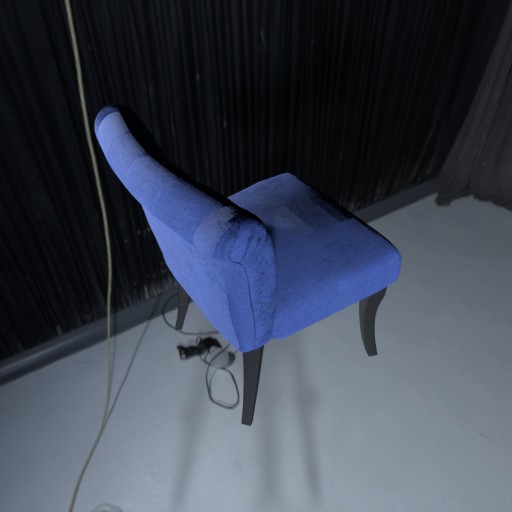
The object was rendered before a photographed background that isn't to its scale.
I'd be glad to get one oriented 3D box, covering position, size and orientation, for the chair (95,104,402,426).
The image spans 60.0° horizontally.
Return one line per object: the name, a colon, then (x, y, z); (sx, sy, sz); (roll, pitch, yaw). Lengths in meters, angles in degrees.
chair: (0.000, 0.000, 1.191); (0.606, 0.753, 0.585); (-24, 46, -25)
